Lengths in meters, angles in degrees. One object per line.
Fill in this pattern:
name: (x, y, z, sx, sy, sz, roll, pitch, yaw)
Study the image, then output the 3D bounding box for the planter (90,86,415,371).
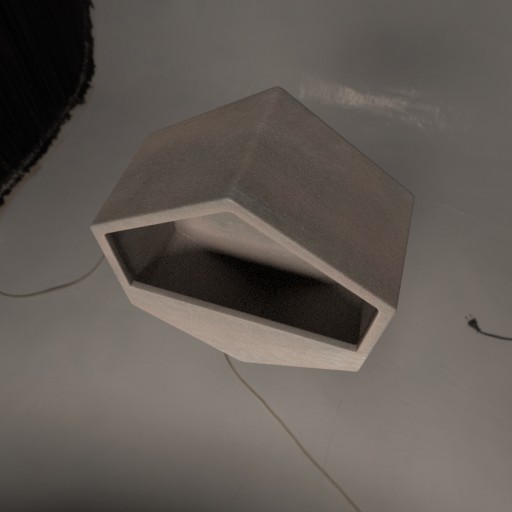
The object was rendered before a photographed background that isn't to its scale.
planter: (0.000, 0.000, 0.291, 0.169, 0.206, 0.077, 15, 59, 9)
